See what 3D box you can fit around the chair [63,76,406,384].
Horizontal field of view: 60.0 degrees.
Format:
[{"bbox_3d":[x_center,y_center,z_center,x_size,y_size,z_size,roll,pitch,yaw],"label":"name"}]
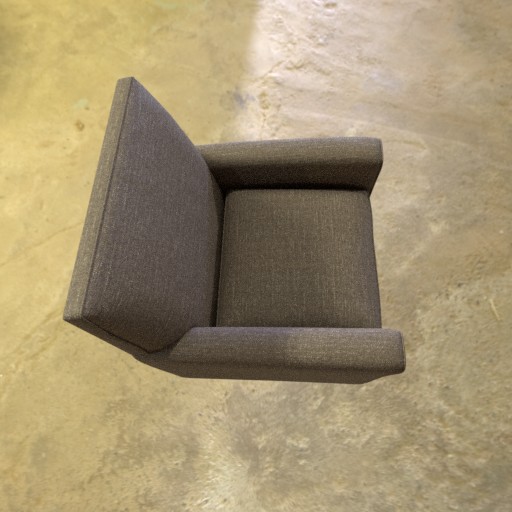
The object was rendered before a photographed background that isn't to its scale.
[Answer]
[{"bbox_3d":[0.000,0.000,1.564,0.875,0.885,0.838,2,64,1],"label":"chair"}]
